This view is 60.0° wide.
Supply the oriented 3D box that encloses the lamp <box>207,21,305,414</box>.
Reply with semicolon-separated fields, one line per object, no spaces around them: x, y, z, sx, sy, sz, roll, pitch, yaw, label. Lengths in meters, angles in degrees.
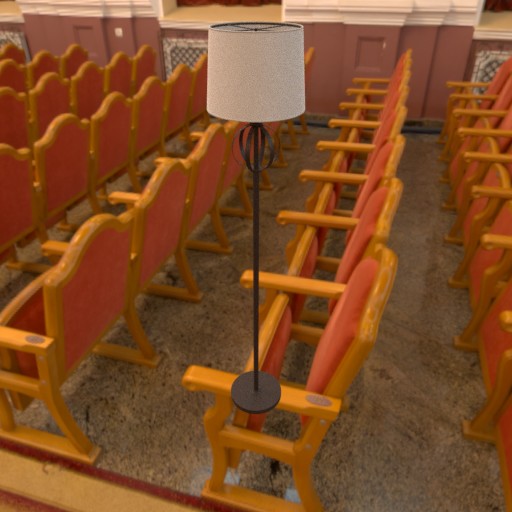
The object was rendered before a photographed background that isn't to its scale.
0.000;0.000;1.580;0.286;1.462;0.286;10;34;15;lamp
